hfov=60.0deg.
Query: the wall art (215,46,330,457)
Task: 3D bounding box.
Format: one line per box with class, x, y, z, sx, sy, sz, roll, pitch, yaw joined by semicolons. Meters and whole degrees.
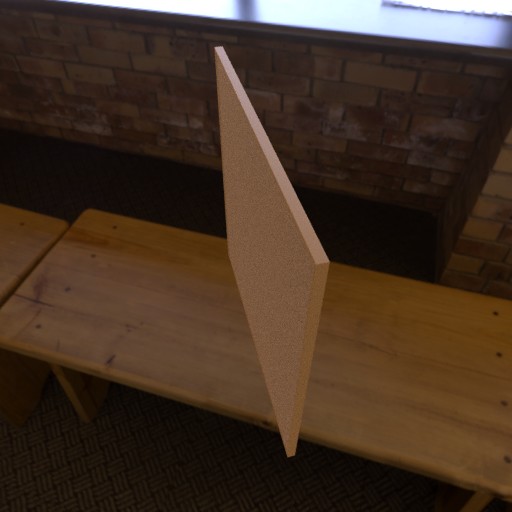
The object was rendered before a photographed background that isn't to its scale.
wall art;0.000;0.000;0.687;0.013;0.455;0.457;-11;48;-10
